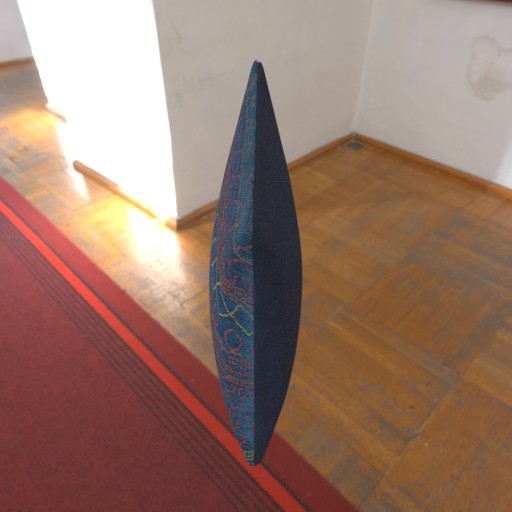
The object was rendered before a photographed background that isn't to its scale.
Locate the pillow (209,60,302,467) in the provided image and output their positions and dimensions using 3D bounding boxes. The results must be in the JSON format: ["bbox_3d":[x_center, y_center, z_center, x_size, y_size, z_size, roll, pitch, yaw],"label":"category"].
[{"bbox_3d":[0.000,0.000,0.655,0.141,0.431,0.431,0,40,1],"label":"pillow"}]
